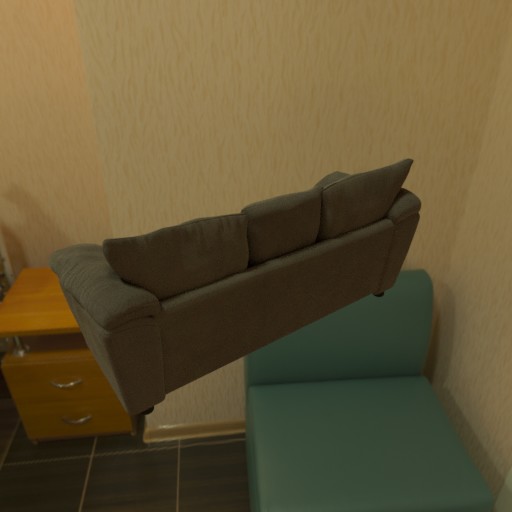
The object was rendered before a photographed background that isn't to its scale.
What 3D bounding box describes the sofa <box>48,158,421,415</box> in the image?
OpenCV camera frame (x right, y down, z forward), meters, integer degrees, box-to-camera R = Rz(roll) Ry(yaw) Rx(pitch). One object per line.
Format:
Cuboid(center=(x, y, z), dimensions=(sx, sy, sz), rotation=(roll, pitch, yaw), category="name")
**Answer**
Cuboid(center=(0.000, 0.000, 2.892), dimensions=(2.336, 1.073, 0.878), rotation=(-20, 35, -31), category="sofa")
